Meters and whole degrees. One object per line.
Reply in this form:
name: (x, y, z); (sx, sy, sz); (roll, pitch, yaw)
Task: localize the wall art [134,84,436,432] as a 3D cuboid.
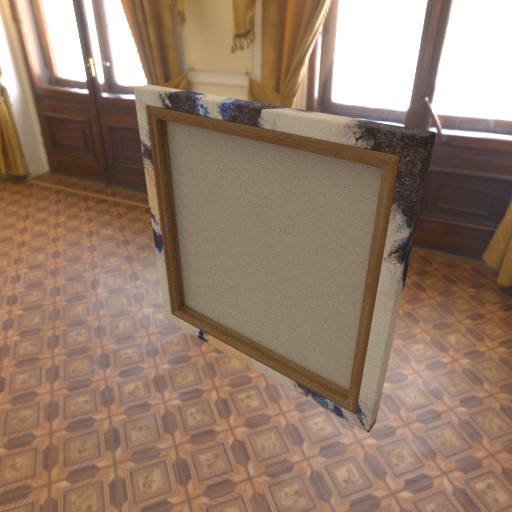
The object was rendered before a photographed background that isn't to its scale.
wall art: (0.000, 0.000, 0.921); (0.609, 0.609, 0.039); (21, 37, 31)
